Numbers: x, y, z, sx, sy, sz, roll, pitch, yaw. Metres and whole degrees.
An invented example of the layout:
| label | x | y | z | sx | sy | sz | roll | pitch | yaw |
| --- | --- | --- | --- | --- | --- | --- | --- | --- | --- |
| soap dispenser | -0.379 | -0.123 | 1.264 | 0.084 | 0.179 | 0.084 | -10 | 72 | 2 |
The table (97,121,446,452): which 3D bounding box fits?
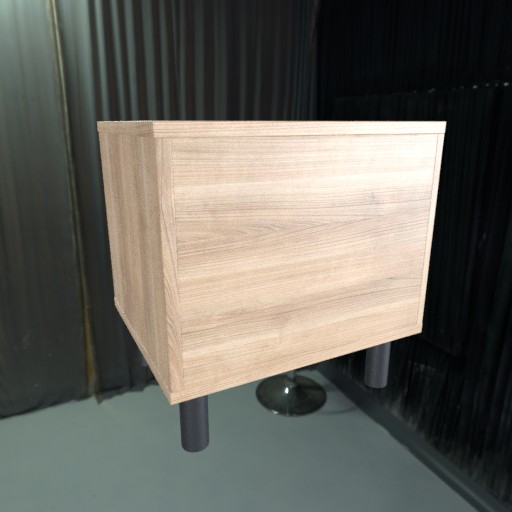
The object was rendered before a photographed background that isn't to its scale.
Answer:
| label | x | y | z | sx | sy | sz | roll | pitch | yaw |
| --- | --- | --- | --- | --- | --- | --- | --- | --- | --- |
| table | 0.000 | 0.000 | 0.792 | 0.445 | 0.460 | 0.380 | -9 | 19 | -26 |
